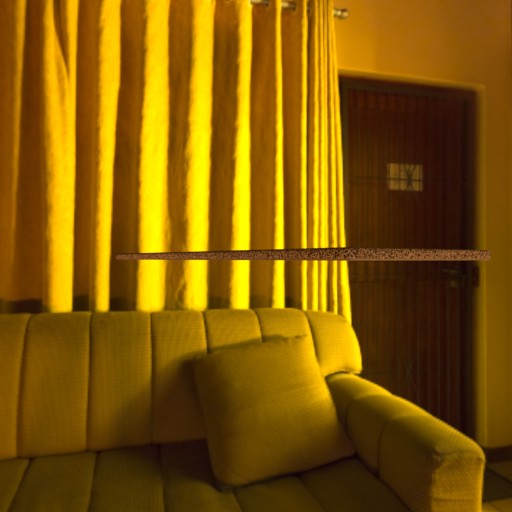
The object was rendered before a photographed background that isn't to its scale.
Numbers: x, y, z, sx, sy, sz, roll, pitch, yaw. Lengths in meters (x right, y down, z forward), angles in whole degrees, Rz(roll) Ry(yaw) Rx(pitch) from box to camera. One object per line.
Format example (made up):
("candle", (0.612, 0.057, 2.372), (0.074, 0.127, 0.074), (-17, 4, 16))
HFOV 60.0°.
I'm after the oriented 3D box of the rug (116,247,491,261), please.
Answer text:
("rug", (0.000, 0.000, 1.735), (0.609, 0.030, 1.524), (0, 0, -36))
